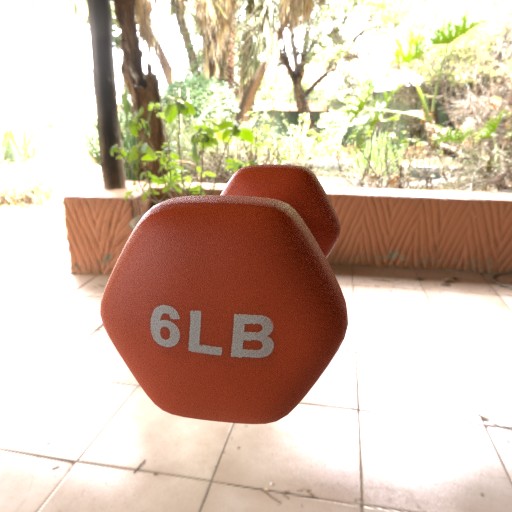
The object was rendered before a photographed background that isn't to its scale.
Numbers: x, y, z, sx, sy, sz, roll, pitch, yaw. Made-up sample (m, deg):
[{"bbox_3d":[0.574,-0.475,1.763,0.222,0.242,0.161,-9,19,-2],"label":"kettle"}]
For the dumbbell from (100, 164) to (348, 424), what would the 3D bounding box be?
[{"bbox_3d":[0.000,0.000,0.200,0.079,0.071,0.162,3,16,10],"label":"dumbbell"}]
